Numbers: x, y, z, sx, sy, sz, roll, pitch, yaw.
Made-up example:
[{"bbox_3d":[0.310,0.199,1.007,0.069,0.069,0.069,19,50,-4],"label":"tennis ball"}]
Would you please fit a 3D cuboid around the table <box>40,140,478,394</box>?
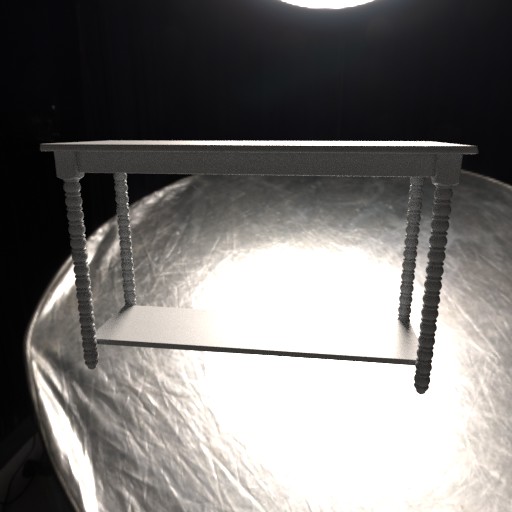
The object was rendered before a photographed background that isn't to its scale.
[{"bbox_3d":[0.000,0.000,1.493,1.184,0.740,0.459,2,16,8],"label":"table"}]
